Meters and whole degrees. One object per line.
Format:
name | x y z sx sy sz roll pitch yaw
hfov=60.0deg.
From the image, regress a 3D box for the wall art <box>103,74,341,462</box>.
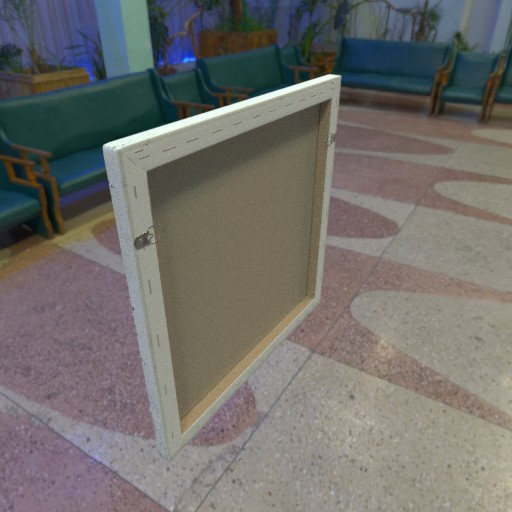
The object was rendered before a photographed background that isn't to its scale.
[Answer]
wall art | 0.000 0.000 1.124 0.038 0.762 0.762 20 37 29
